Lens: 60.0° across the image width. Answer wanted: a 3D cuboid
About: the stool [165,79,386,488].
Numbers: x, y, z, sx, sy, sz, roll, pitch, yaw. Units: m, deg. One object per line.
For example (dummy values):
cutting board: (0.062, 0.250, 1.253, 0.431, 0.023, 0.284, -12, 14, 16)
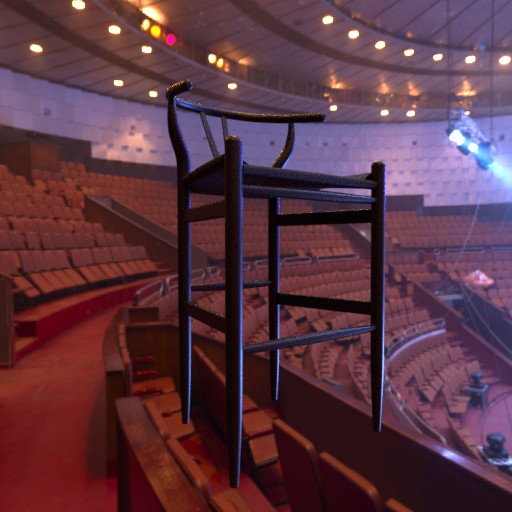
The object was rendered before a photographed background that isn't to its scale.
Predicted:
stool: (0.000, 0.000, 1.410, 0.569, 1.072, 0.579, -1, 2, -36)
